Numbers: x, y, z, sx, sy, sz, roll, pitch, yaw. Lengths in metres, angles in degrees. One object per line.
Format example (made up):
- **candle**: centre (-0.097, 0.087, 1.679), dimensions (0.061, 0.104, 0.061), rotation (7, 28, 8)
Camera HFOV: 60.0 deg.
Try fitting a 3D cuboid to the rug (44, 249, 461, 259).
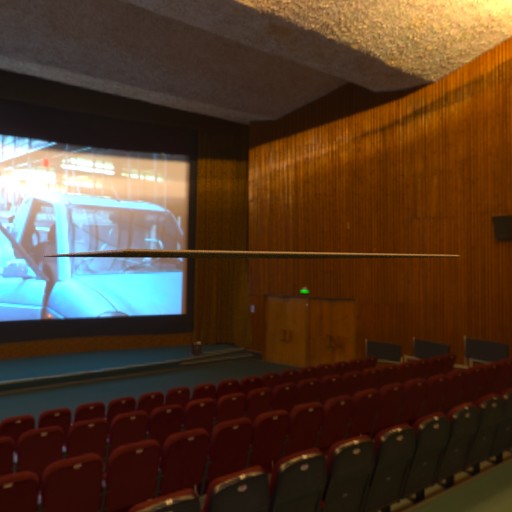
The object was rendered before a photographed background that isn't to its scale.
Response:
- **rug**: centre (0.000, 0.000, 2.350), dimensions (1.847, 0.012, 1.224), rotation (1, -1, -36)
